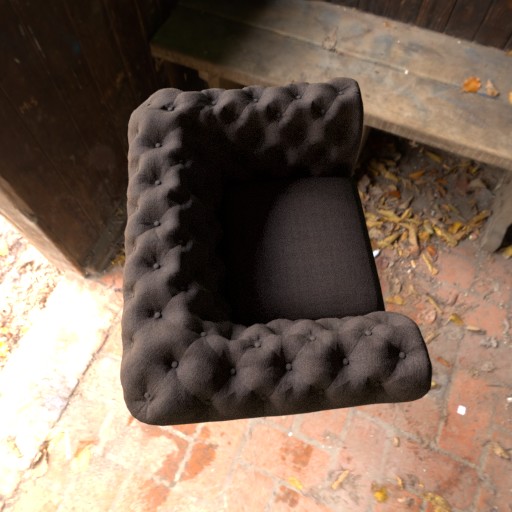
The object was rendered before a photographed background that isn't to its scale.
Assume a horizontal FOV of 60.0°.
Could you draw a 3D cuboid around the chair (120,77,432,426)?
[{"bbox_3d":[0.000,0.000,1.827,0.945,0.780,1.298,-5,65,-2],"label":"chair"}]
